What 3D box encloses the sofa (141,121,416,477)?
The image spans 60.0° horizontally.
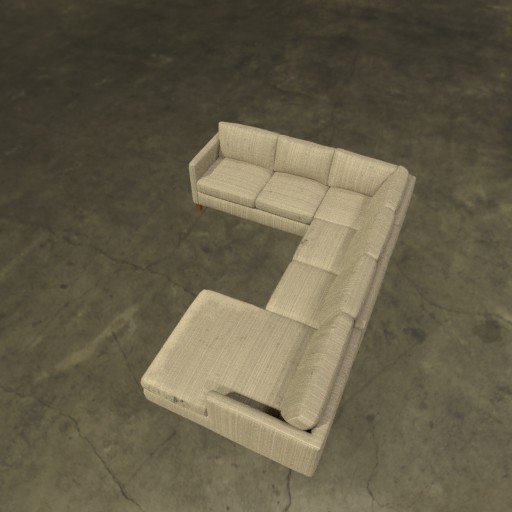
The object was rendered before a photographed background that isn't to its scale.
[{"bbox_3d":[0.000,0.000,4.674,2.594,0.961,3.460,19,50,16],"label":"sofa"}]
